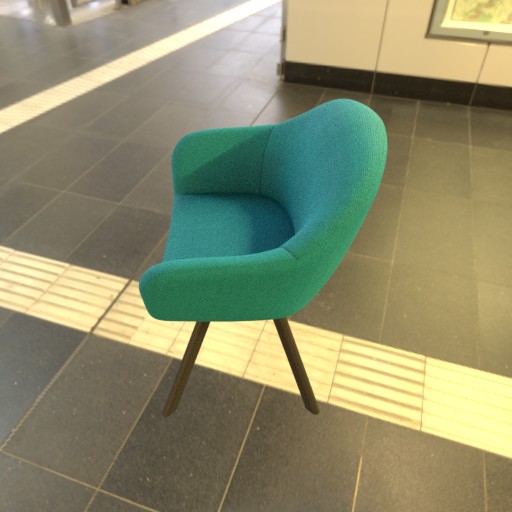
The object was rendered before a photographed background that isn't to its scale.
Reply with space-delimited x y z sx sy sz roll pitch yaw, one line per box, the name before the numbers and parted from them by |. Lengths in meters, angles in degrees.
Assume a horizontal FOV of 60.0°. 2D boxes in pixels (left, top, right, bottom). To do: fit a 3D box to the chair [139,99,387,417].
chair | 0.000 0.000 1.200 0.550 0.795 0.590 -1 42 -1
